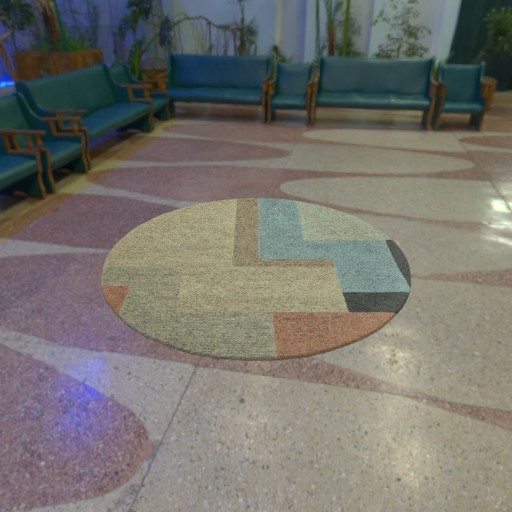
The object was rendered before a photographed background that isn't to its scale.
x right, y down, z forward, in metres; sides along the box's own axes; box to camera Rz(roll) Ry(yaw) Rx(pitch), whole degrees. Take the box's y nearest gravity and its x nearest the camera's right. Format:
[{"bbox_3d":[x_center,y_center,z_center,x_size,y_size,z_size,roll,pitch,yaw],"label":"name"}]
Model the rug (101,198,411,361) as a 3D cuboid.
[{"bbox_3d":[0.000,0.000,3.664,2.461,0.033,2.461,0,30,0],"label":"rug"}]
